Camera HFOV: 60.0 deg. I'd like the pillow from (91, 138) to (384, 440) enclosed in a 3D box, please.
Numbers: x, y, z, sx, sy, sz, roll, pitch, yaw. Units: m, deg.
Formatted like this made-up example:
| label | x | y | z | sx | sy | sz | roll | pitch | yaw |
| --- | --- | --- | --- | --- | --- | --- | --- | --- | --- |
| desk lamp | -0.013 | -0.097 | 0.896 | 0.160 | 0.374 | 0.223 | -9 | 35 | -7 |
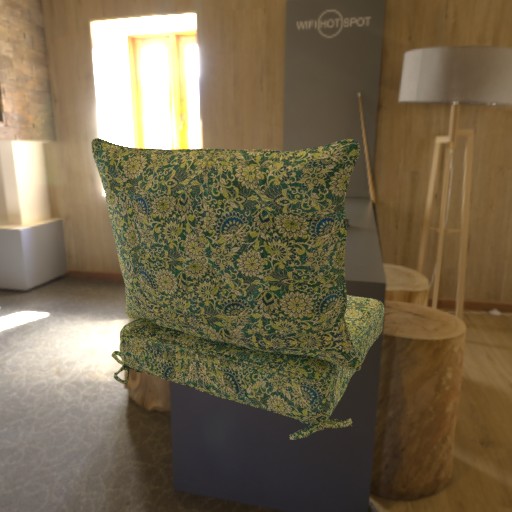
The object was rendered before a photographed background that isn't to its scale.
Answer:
| label | x | y | z | sx | sy | sz | roll | pitch | yaw |
| --- | --- | --- | --- | --- | --- | --- | --- | --- | --- |
| pillow | 0.000 | 0.000 | 1.407 | 0.798 | 0.722 | 0.740 | 8 | 16 | 27 |
